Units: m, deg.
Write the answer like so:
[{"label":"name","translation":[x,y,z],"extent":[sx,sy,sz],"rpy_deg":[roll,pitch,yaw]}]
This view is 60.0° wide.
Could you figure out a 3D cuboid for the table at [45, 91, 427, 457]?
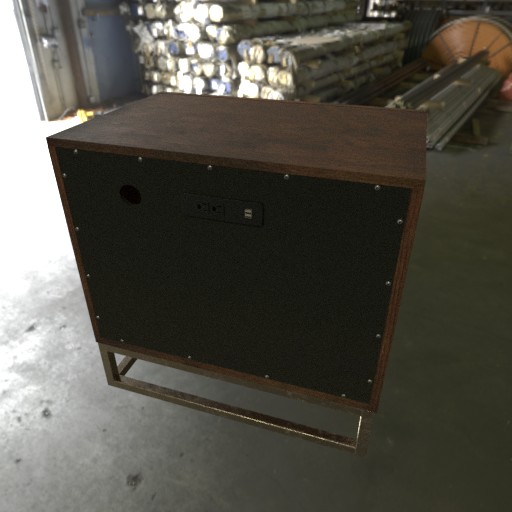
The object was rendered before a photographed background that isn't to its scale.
[{"label":"table","translation":[0.000,0.000,1.241],"extent":[0.767,0.746,0.542],"rpy_deg":[10,33,16]}]
